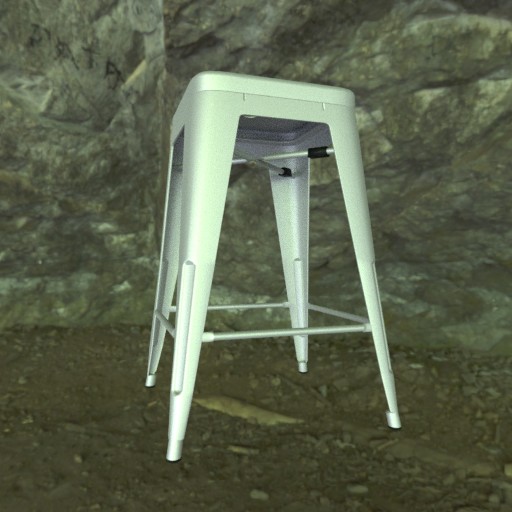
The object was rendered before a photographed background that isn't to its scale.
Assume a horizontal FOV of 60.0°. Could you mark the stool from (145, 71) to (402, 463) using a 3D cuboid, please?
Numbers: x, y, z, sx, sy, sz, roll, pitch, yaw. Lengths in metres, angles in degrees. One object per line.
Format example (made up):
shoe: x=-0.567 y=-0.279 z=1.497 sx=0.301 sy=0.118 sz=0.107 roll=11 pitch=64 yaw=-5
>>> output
stool: x=0.000 y=0.000 z=0.903 sx=0.410 sy=0.608 sz=0.410 roll=0 pitch=0 yaw=-18
